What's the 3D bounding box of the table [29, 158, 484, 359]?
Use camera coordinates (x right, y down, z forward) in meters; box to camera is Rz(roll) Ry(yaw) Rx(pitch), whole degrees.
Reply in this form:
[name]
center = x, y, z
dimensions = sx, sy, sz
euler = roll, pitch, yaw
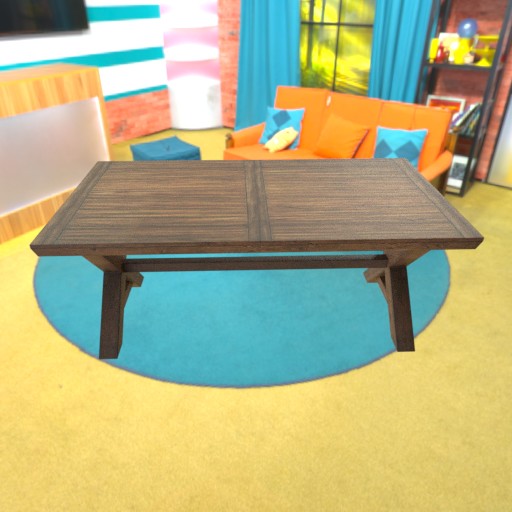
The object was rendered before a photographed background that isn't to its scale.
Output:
[table]
center = 0.000, 0.000, 2.576
dimensions = 1.966, 0.793, 1.071
euler = -1, 31, -2
